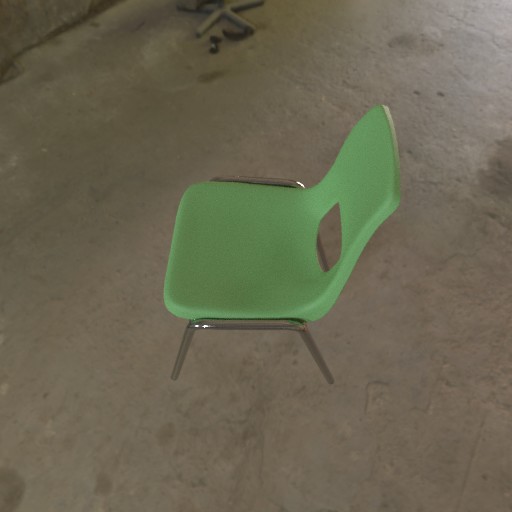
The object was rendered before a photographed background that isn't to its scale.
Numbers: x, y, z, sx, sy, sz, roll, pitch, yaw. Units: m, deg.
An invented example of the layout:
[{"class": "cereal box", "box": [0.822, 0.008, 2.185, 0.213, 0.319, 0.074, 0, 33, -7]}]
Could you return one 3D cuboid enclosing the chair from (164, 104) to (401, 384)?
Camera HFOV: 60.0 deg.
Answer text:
[{"class": "chair", "box": [0.000, 0.000, 0.975, 0.436, 0.704, 0.381, 3, 59, 2]}]
